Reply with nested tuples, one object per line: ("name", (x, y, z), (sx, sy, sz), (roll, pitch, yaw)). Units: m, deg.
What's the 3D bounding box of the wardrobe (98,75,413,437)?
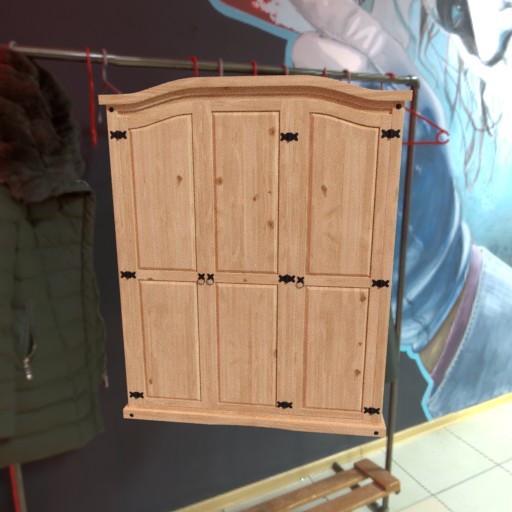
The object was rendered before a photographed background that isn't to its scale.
("wardrobe", (0.000, 0.000, 2.571), (1.500, 1.870, 0.570), (2, 14, 7))
